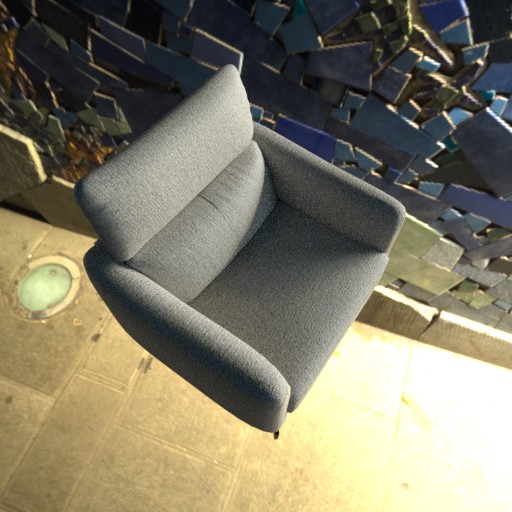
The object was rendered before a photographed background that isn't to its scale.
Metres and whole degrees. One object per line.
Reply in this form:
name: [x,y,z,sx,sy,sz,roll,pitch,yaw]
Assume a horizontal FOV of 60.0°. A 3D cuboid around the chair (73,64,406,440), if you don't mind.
chair: [0.000,0.000,1.677,0.835,0.967,0.972,31,62,18]
